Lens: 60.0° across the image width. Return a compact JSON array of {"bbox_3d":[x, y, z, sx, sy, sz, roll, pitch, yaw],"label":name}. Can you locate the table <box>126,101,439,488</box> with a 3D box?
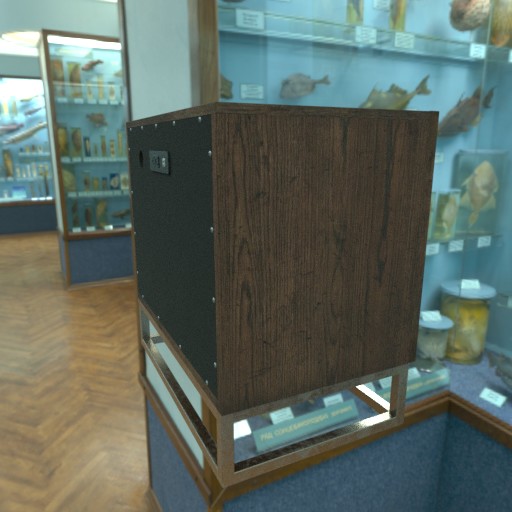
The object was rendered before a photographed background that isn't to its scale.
[{"bbox_3d":[0.000,0.000,1.251,0.542,0.746,0.767,-7,16,-25],"label":"table"}]
